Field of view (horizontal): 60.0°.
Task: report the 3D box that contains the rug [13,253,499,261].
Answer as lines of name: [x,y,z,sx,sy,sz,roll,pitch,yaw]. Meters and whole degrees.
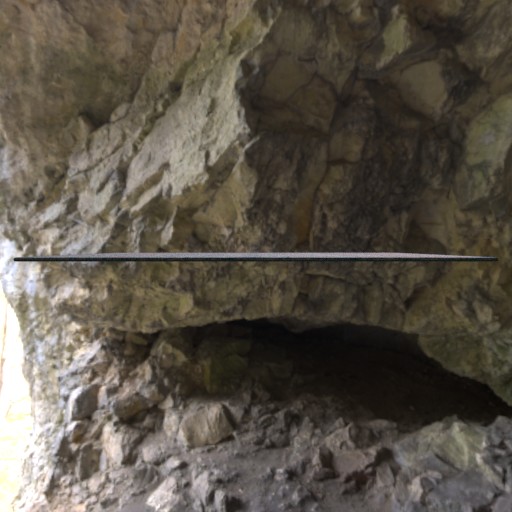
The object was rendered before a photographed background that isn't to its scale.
rug: [0.000,0.000,2.274,1.829,0.016,1.219,0,1,0]
